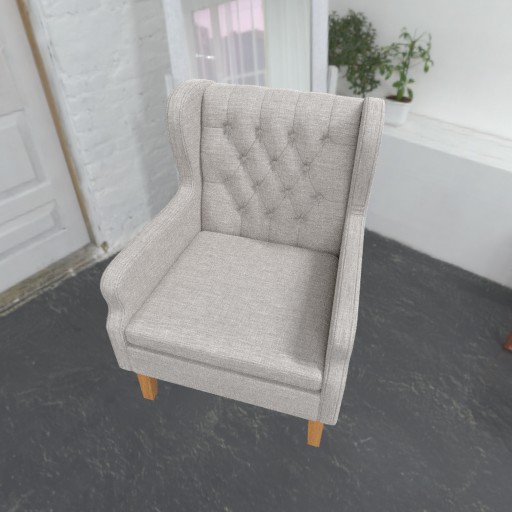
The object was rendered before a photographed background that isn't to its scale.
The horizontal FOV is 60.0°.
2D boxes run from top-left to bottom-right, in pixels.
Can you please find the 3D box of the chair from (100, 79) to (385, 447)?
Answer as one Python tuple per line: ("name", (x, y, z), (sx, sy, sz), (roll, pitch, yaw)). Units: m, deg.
("chair", (0.000, 0.000, 1.474), (0.710, 0.930, 0.760), (11, 42, 13))
